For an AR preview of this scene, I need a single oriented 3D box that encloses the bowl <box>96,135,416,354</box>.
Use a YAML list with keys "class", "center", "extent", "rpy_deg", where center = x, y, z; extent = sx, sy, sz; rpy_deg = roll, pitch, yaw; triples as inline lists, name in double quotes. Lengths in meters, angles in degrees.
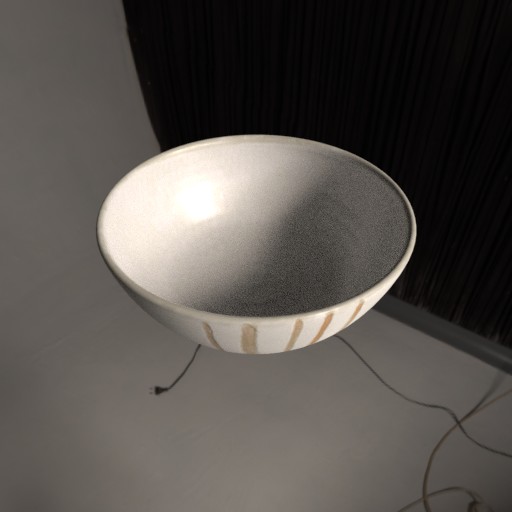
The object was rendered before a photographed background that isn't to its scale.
- class: "bowl"
  center: [0.000, 0.000, 0.422]
  extent: [0.268, 0.121, 0.268]
  rpy_deg: [0, 41, 0]
